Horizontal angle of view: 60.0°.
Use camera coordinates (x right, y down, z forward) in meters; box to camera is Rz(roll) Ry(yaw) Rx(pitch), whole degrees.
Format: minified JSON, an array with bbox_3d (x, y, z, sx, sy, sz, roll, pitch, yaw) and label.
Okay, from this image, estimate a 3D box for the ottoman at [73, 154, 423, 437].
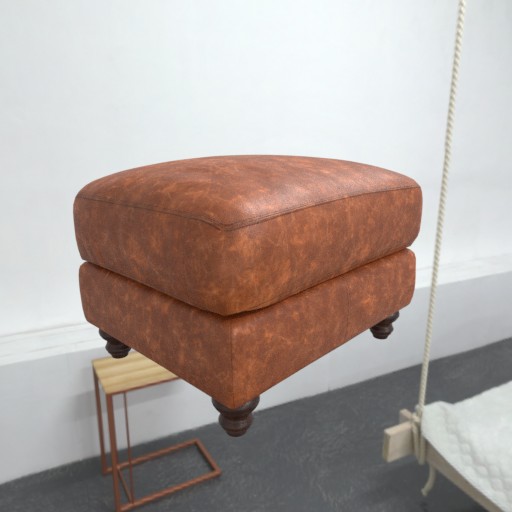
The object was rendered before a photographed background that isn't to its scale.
[{"bbox_3d":[0.000,0.000,1.274,0.657,0.562,0.832,15,21,41],"label":"ottoman"}]
